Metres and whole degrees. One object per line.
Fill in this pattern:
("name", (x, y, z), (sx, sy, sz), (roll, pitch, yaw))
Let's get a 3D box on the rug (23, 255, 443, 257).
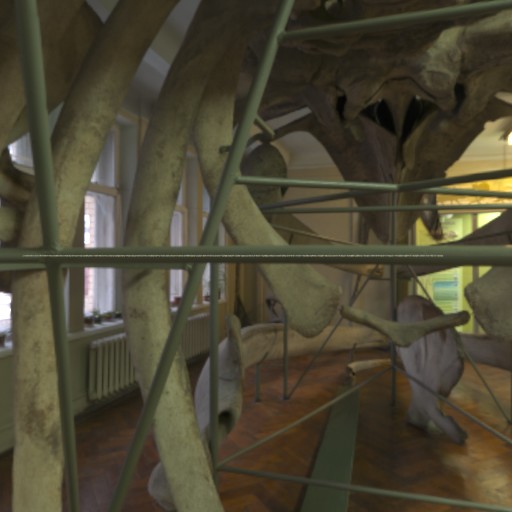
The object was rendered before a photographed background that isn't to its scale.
("rug", (0.000, 0.000, 4.140), (3.037, 0.010, 2.453), (0, 0, 18))
